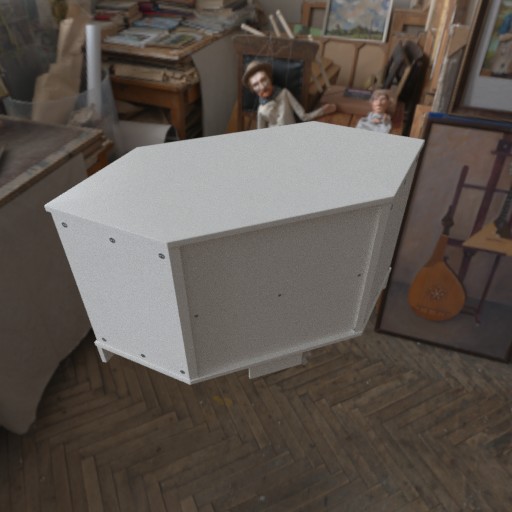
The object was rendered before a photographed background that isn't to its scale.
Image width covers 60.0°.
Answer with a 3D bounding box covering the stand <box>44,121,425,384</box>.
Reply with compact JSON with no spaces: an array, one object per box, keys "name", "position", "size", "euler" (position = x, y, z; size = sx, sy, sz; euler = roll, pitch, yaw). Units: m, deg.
[{"name":"stand","position":[0.000,0.000,1.390],"size":[1.072,0.614,0.477],"euler":[-13,42,-14]}]
